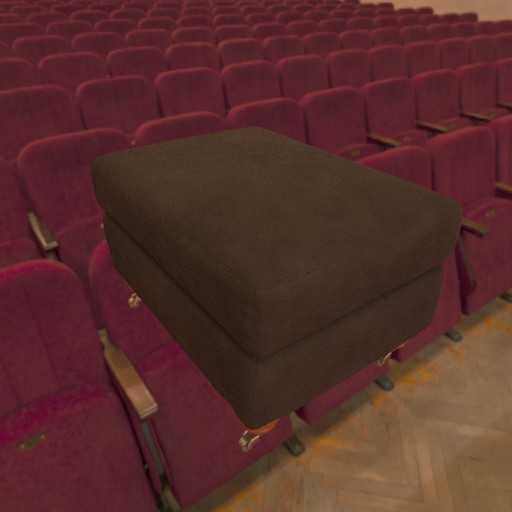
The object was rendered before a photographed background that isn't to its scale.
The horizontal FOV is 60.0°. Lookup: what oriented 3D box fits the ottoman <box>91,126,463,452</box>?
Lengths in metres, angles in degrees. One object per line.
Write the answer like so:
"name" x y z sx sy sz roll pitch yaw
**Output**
"ottoman" 0.000 0.000 1.146 0.574 0.497 0.773 -21 37 -30
